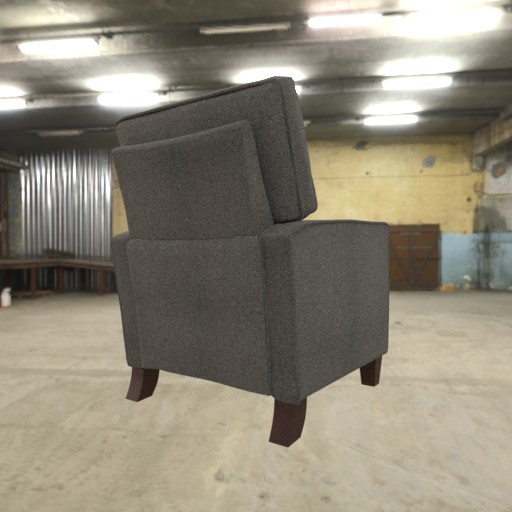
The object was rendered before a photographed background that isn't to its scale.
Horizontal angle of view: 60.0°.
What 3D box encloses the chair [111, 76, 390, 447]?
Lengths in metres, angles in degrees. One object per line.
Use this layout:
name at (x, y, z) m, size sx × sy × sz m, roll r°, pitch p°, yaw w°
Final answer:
chair at (0.000, 0.000, 1.436) m, size 0.650 × 0.889 × 0.775 m, roll 0°, pitch 1°, yaw 35°
